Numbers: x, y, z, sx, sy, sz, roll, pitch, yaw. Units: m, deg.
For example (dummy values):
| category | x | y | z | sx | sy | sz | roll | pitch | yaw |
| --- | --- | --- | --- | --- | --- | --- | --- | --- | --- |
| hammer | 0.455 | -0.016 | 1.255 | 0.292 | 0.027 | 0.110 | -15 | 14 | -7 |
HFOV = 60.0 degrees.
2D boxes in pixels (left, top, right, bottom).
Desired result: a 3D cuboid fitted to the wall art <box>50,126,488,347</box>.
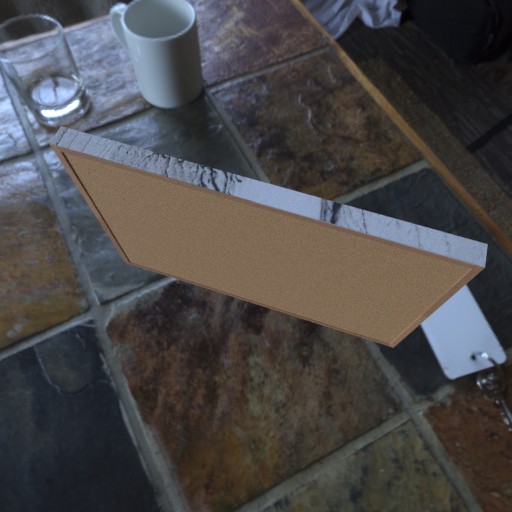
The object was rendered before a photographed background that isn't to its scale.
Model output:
| category | x | y | z | sx | sy | sz | roll | pitch | yaw |
| --- | --- | --- | --- | --- | --- | --- | --- | --- | --- |
| wall art | 0.000 | 0.000 | 0.784 | 0.613 | 0.407 | 0.035 | 17 | 66 | 8 |
